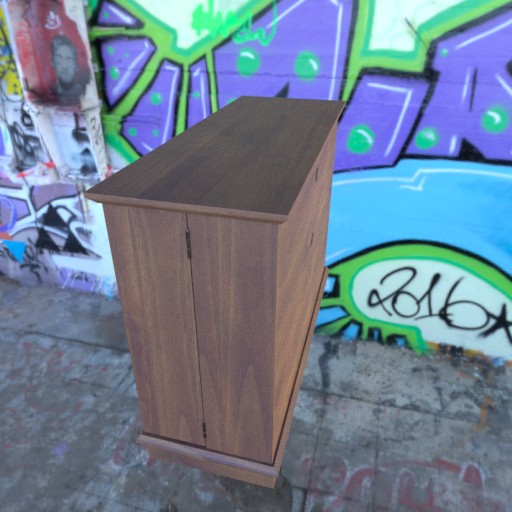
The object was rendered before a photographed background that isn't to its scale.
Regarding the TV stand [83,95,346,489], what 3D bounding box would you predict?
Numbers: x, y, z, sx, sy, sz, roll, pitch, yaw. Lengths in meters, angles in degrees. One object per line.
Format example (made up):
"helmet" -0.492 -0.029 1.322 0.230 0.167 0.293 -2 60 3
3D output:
"TV stand" 0.000 0.000 1.464 0.406 0.813 1.067 8 31 13
